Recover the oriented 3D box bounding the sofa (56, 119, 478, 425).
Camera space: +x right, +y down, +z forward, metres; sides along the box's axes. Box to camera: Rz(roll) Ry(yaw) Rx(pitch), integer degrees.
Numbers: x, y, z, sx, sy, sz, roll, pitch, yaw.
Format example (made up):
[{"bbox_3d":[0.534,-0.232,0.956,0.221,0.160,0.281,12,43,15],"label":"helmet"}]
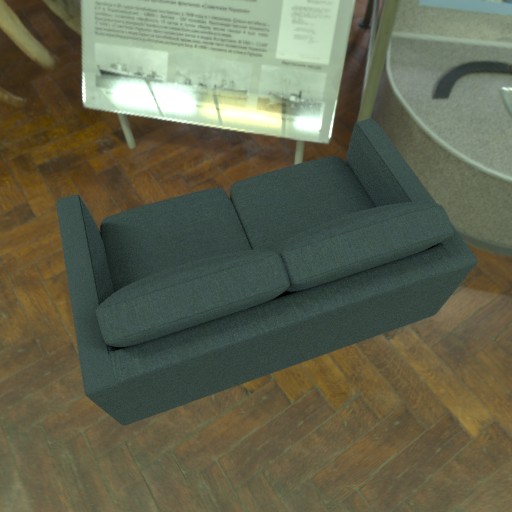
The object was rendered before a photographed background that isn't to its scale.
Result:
[{"bbox_3d":[0.000,0.000,2.196,1.659,0.907,0.999,-17,59,-10],"label":"sofa"}]
